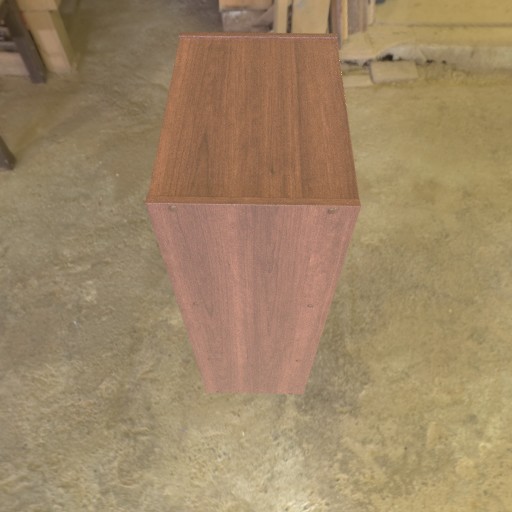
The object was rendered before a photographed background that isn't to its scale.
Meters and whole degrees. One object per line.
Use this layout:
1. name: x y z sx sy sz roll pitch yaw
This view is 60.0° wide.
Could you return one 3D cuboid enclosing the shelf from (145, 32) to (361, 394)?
1. shelf: 0.000 0.000 1.074 0.290 0.879 0.414 1 57 1
